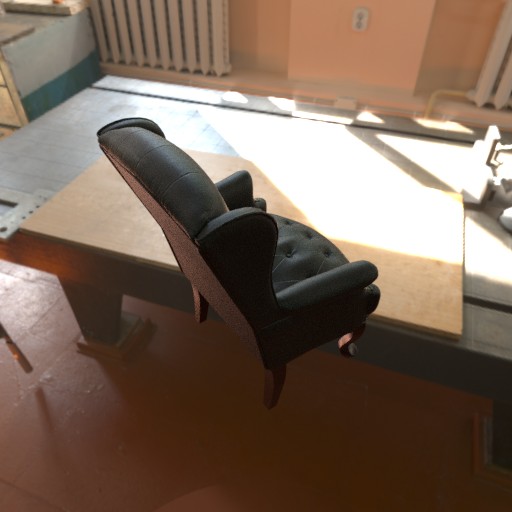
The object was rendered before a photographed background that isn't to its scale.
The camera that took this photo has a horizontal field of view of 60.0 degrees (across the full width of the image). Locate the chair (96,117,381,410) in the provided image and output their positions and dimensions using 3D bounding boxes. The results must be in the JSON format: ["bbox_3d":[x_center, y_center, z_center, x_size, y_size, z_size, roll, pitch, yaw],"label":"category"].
[{"bbox_3d":[0.000,0.000,1.733,0.822,1.133,0.831,-25,47,-26],"label":"chair"}]
